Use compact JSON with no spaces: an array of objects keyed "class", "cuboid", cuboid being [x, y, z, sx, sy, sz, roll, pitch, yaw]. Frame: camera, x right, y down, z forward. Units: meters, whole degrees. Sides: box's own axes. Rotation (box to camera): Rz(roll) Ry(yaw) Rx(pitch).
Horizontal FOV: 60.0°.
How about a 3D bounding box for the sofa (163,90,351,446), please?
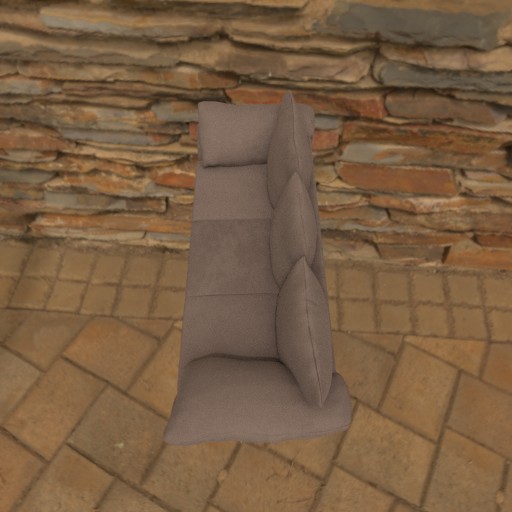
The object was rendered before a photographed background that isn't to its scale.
[{"class":"sofa","cuboid":[0.000,0.000,2.864,0.893,0.981,2.377,0,57,0]}]
